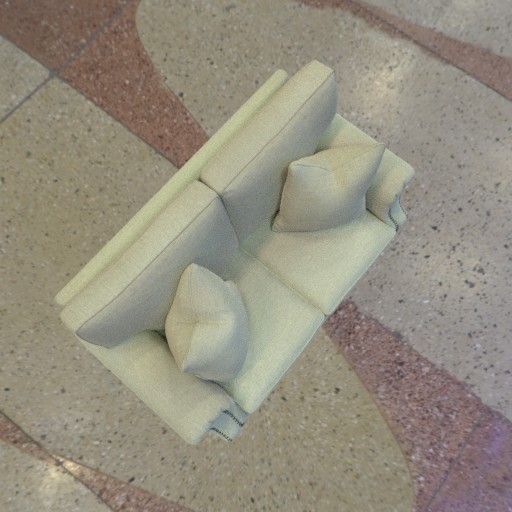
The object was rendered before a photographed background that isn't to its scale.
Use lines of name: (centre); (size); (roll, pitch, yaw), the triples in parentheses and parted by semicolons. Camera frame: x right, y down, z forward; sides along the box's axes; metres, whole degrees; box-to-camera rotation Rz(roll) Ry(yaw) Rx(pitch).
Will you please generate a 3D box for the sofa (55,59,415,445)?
sofa: (0.000, 0.000, 2.230); (0.966, 0.966, 1.701); (39, 77, 11)
